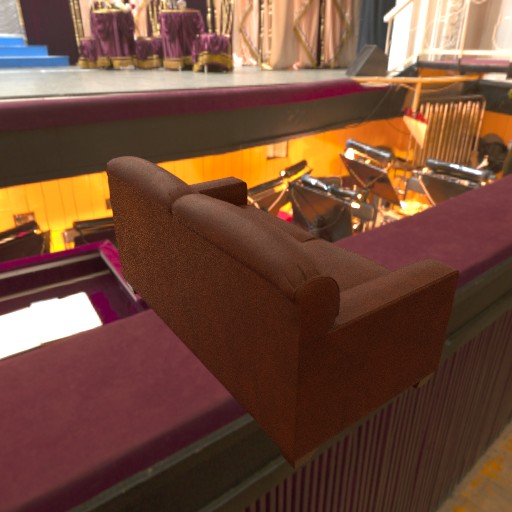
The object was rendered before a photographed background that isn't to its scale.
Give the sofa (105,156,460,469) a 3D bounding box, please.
[{"bbox_3d":[0.000,0.000,2.460,1.000,0.966,1.856,-17,31,-32],"label":"sofa"}]
